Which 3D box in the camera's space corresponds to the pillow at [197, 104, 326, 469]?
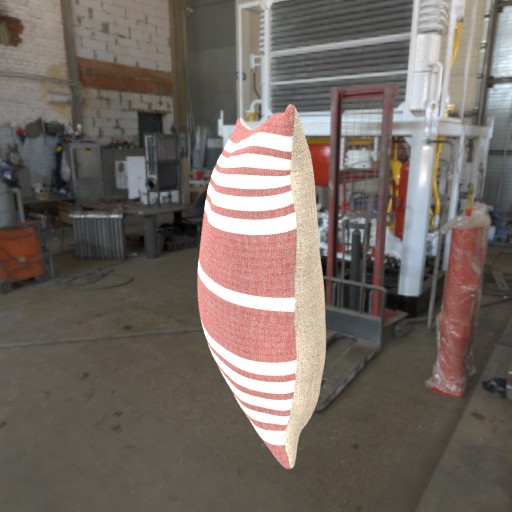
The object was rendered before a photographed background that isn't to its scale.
[{"bbox_3d":[0.000,0.000,0.684,0.182,0.427,0.439,-2,15,-8],"label":"pillow"}]
